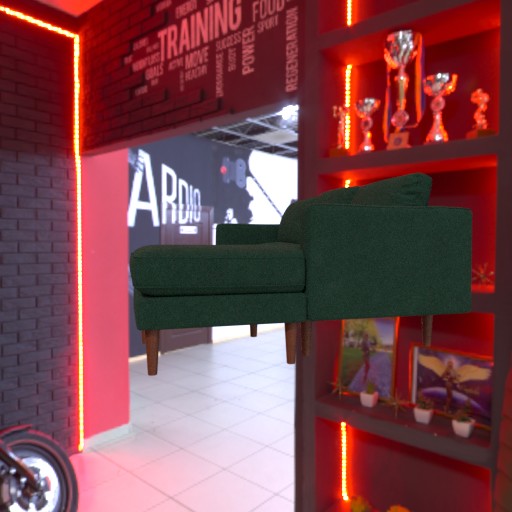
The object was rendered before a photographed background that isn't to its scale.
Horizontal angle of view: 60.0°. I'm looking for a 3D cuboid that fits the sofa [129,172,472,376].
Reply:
[{"bbox_3d":[0.000,0.000,2.862,1.580,0.899,2.030,0,2,-16],"label":"sofa"}]
